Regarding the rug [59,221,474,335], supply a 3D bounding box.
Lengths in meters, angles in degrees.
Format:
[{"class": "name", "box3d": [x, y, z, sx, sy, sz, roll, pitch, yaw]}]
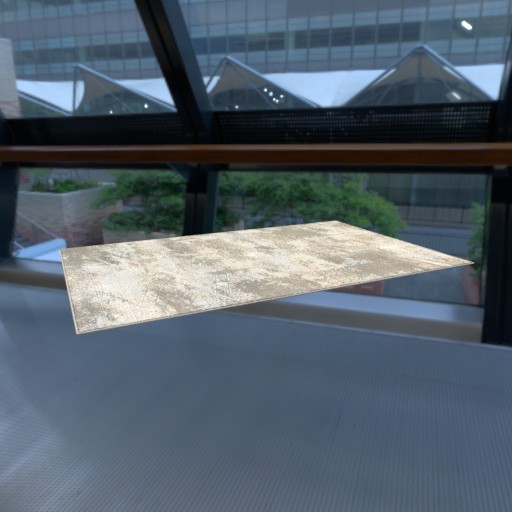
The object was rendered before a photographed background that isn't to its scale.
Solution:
[{"class": "rug", "box3d": [0.000, 0.000, 3.058, 2.431, 0.012, 1.536, -7, 17, -25]}]
